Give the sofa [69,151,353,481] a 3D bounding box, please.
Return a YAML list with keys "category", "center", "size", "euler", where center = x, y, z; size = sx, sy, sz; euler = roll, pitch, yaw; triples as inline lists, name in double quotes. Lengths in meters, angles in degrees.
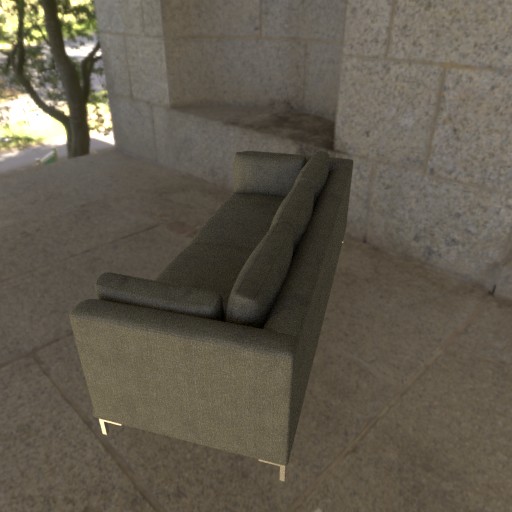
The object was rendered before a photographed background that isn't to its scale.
- category: "sofa"
  center: [0.000, 0.000, 2.874]
  size: [0.969, 0.867, 2.415]
  euler: [8, 31, 14]
